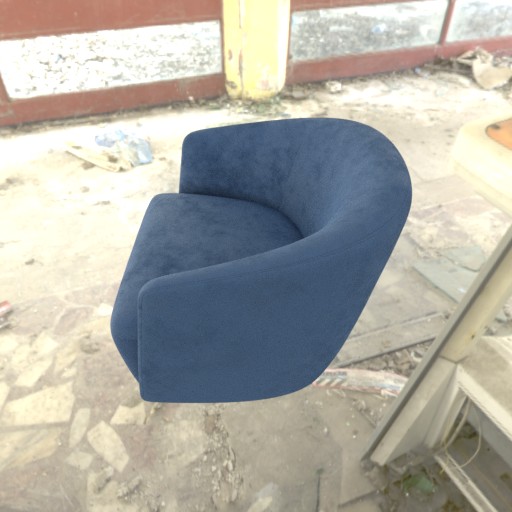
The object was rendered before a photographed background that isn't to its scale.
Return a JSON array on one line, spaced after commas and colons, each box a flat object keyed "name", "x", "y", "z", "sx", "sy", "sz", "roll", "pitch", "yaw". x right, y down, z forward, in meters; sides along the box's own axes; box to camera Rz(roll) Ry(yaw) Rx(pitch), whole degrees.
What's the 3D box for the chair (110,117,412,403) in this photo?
[{"name": "chair", "x": 0.000, "y": 0.000, "z": 1.351, "sx": 0.767, "sy": 0.698, "sz": 0.773, "roll": 0, "pitch": 40, "yaw": 0}]
